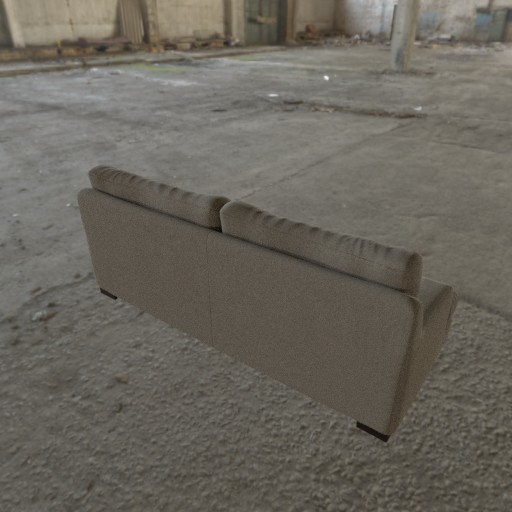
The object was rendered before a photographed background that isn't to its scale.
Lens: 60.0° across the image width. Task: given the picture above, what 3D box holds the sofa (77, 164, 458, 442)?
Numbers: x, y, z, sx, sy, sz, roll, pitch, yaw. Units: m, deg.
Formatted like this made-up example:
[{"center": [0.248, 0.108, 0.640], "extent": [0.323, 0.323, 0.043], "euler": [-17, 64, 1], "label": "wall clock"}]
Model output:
[{"center": [0.000, 0.000, 2.865], "extent": [2.354, 0.980, 0.962], "euler": [19, 34, 32], "label": "sofa"}]
